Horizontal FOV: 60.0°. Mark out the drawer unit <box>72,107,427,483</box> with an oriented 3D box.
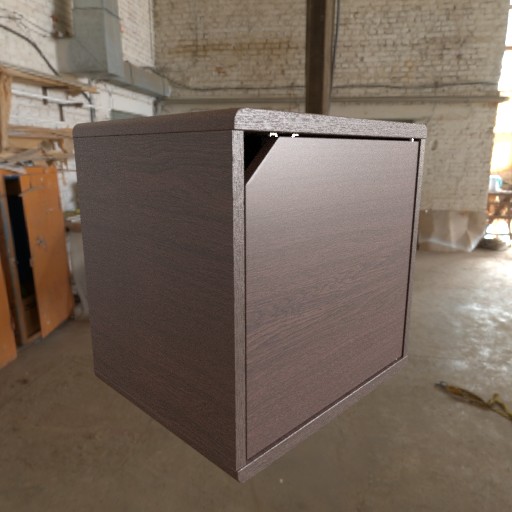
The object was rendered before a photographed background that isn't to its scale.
[{"bbox_3d":[0.000,0.000,0.596,0.290,0.344,0.344,13,18,43],"label":"drawer unit"}]
